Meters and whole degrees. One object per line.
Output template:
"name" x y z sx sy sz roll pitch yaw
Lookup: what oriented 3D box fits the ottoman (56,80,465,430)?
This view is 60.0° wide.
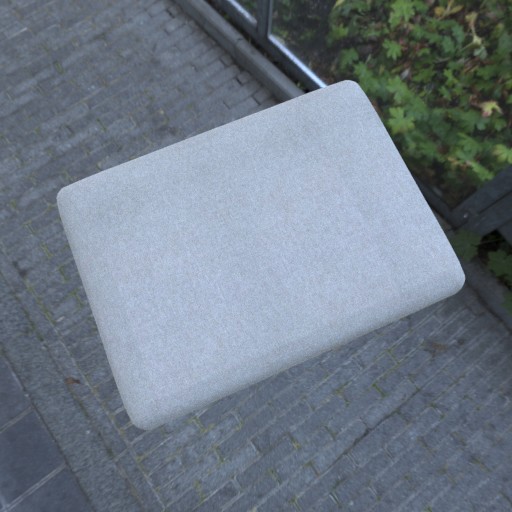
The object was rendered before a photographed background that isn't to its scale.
"ottoman" 0.000 0.000 1.214 0.823 0.478 0.610 -23 77 -6
